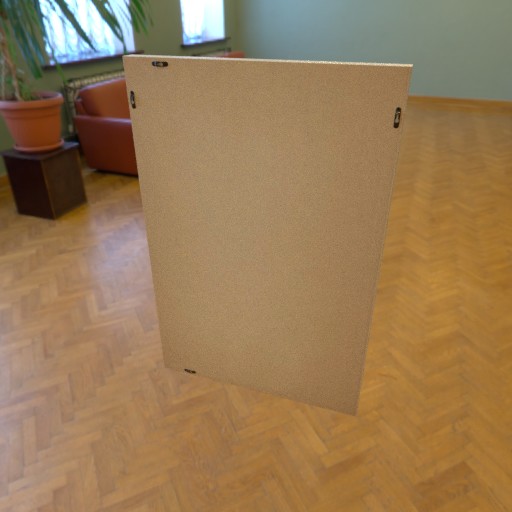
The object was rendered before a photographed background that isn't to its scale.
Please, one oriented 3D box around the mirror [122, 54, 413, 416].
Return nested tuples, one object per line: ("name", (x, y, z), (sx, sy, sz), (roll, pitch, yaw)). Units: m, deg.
("mirror", (0.000, 0.000, 1.125), (0.609, 0.915, 0.041), (9, 31, 16))
